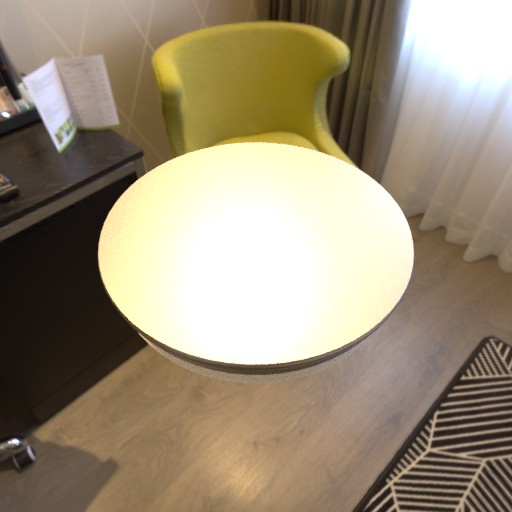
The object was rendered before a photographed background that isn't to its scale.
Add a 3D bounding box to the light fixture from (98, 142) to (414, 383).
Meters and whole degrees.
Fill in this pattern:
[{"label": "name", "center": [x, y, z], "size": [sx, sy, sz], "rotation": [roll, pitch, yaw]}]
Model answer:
[{"label": "light fixture", "center": [0.000, 0.000, 0.564], "size": [0.368, 0.100, 0.368], "rotation": [0, 47, 0]}]
